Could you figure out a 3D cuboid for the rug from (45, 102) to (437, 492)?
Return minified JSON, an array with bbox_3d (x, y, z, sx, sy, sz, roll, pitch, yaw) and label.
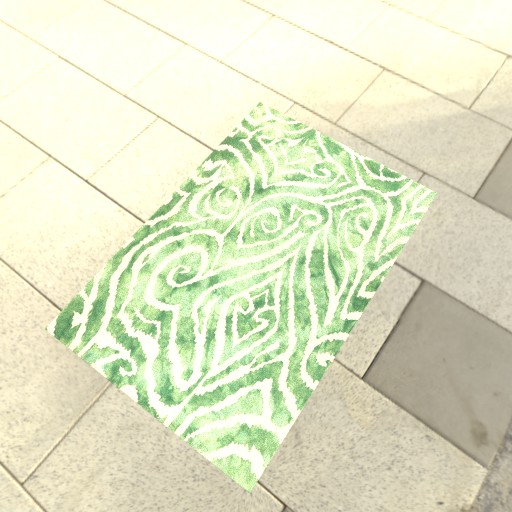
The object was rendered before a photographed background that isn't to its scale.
[{"bbox_3d":[0.000,0.000,2.326,1.220,0.006,1.826,32,68,15],"label":"rug"}]
